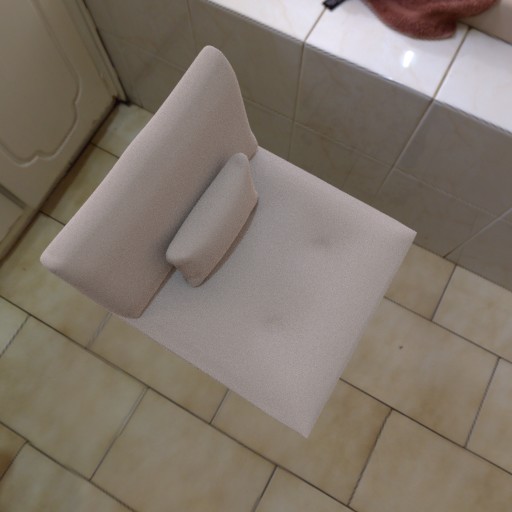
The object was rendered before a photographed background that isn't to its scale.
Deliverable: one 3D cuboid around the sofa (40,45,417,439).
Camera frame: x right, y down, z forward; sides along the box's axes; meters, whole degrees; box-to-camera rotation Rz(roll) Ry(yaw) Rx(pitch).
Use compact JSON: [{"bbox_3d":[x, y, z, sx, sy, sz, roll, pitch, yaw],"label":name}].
[{"bbox_3d":[0.000,0.000,1.679,1.000,0.828,0.935,30,76,9],"label":"sofa"}]
